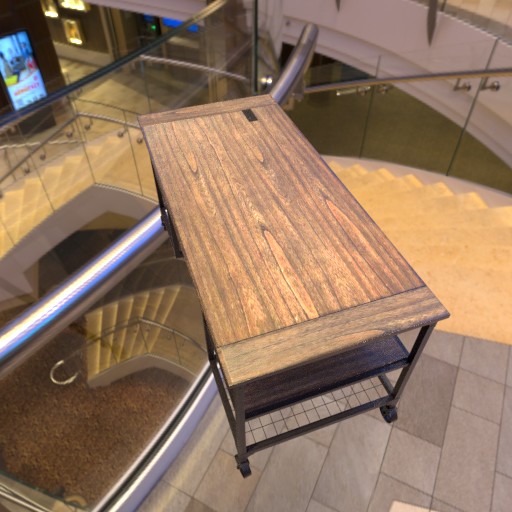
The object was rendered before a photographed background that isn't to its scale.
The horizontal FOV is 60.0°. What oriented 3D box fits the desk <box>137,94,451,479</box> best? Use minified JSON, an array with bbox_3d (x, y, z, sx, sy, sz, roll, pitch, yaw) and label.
[{"bbox_3d":[0.000,0.000,2.052,0.711,0.751,1.590,-14,47,-14],"label":"desk"}]
